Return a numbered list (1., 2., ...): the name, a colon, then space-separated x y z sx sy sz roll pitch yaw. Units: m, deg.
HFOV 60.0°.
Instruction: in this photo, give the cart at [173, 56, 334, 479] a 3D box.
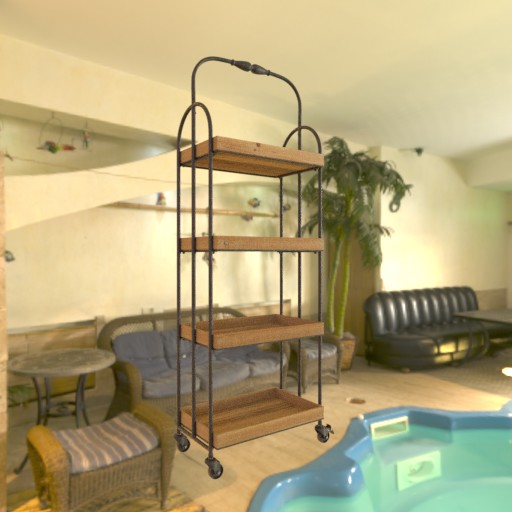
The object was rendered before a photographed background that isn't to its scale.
1. cart: 0.000 0.000 1.721 0.581 1.481 0.308 0 0 -35
